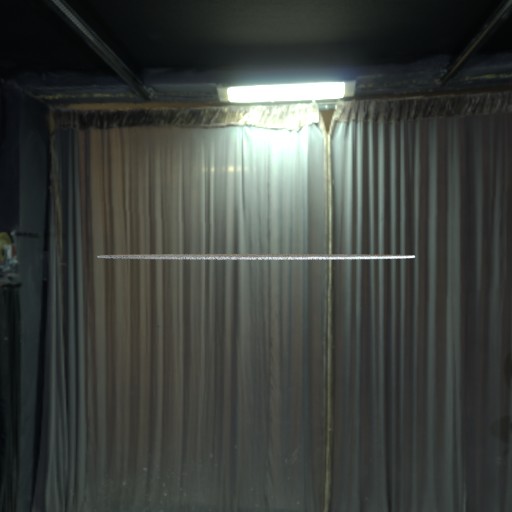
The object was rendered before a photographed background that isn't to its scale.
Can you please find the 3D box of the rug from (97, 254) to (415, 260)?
[{"bbox_3d":[0.000,0.000,2.369,1.598,0.010,1.598,0,1,0],"label":"rug"}]
